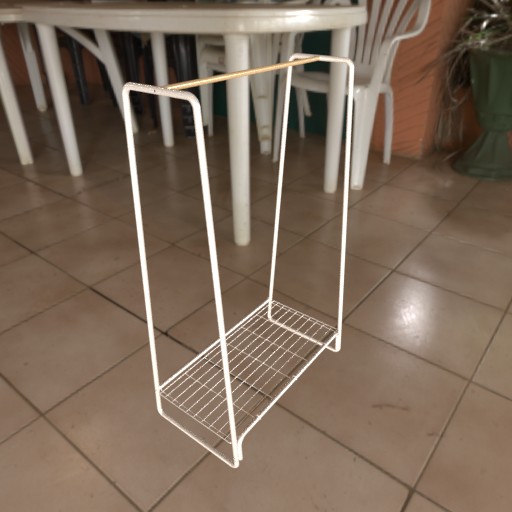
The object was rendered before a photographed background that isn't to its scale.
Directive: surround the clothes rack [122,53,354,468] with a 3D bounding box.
[{"bbox_3d":[0.000,0.000,1.902,0.495,1.500,0.900,22,37,32],"label":"clothes rack"}]
